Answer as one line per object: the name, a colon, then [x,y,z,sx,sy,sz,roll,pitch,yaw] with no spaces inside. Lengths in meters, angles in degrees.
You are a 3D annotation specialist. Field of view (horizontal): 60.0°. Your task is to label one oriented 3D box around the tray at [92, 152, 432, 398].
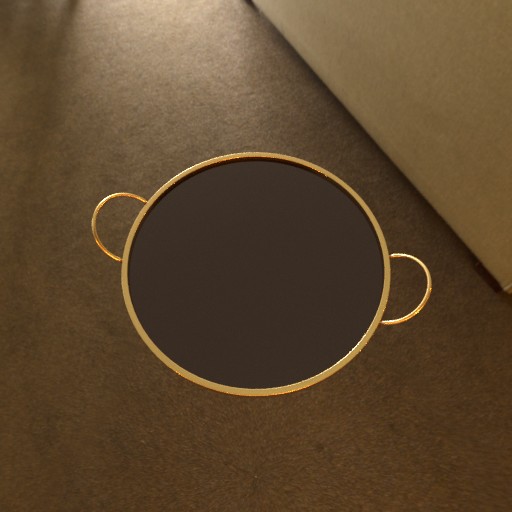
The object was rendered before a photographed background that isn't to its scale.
tray: [0.000,0.000,0.722,0.543,0.069,0.438,13,64,6]
